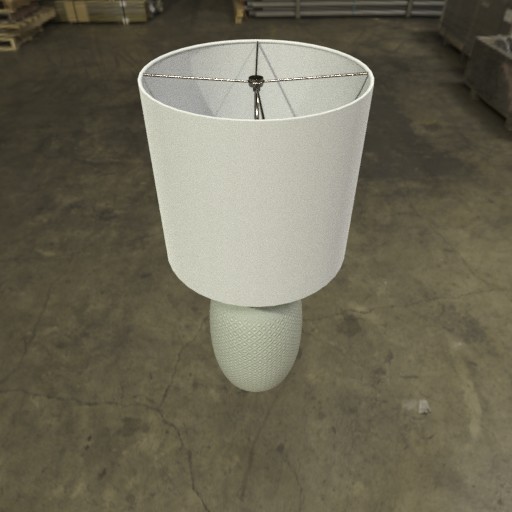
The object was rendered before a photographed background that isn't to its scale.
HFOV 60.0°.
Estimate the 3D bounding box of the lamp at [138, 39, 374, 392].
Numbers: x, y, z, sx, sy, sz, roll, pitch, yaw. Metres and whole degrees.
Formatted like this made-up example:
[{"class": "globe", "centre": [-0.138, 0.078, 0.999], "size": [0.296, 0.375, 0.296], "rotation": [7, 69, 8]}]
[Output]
[{"class": "lamp", "centre": [0.000, 0.000, 0.561], "size": [0.217, 0.453, 0.217], "rotation": [-1, 41, -1]}]
